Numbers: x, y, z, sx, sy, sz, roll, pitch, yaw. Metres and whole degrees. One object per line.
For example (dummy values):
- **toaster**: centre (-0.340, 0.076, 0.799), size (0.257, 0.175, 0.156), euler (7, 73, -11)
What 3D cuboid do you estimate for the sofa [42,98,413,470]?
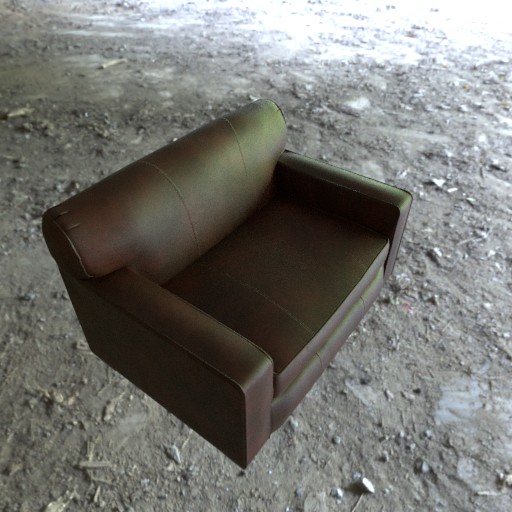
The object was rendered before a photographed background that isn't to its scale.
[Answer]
- **sofa**: centre (0.000, 0.000, 2.078), size (1.000, 0.956, 1.413), euler (26, 47, 27)
